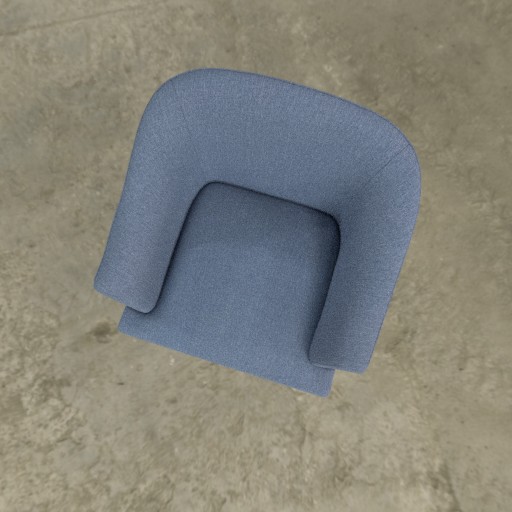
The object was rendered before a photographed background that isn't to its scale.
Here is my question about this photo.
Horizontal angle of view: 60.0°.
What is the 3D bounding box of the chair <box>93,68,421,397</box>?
[{"bbox_3d":[0.000,0.000,1.394,0.772,0.815,0.704,17,77,4],"label":"chair"}]
